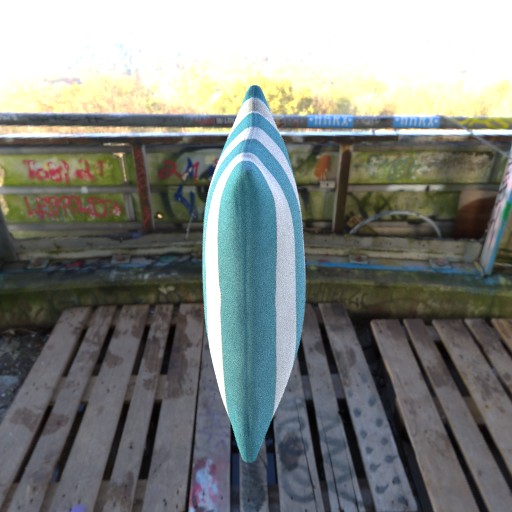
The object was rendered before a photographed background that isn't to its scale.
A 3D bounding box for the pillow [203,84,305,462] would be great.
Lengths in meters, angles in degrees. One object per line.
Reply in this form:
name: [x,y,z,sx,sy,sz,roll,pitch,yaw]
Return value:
pillow: [0.000,0.000,0.830,0.189,0.526,0.536,0,31,0]
